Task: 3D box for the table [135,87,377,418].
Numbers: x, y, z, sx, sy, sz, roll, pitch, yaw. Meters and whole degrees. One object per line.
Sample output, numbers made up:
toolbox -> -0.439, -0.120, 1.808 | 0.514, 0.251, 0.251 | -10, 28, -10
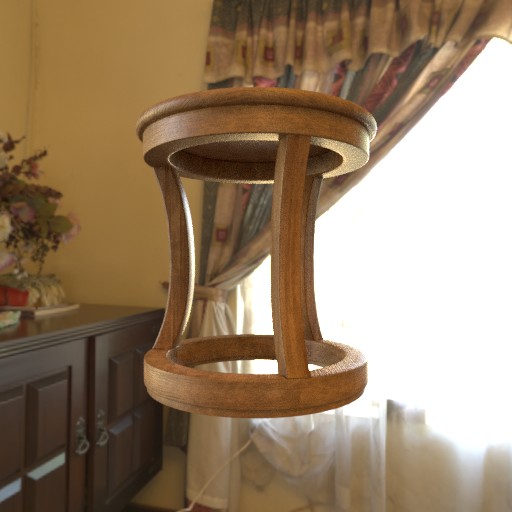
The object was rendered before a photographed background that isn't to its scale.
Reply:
table -> 0.000, 0.000, 0.817 | 0.432, 0.460, 0.432 | 0, -1, 0
